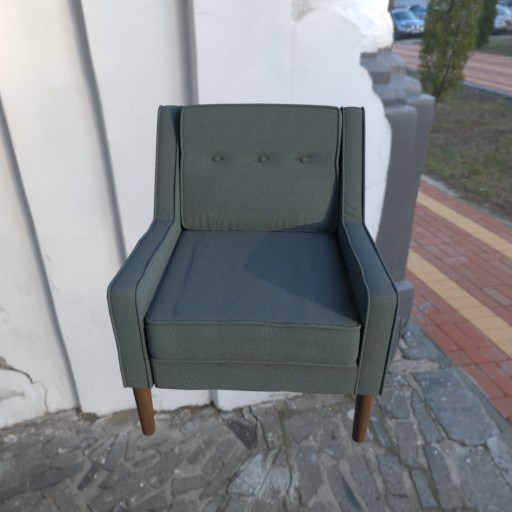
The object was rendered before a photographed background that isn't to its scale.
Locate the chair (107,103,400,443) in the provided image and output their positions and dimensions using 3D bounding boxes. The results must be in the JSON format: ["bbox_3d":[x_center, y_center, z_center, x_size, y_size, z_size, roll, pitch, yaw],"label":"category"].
[{"bbox_3d":[0.000,0.000,1.313,0.663,0.780,0.733,1,29,2],"label":"chair"}]
